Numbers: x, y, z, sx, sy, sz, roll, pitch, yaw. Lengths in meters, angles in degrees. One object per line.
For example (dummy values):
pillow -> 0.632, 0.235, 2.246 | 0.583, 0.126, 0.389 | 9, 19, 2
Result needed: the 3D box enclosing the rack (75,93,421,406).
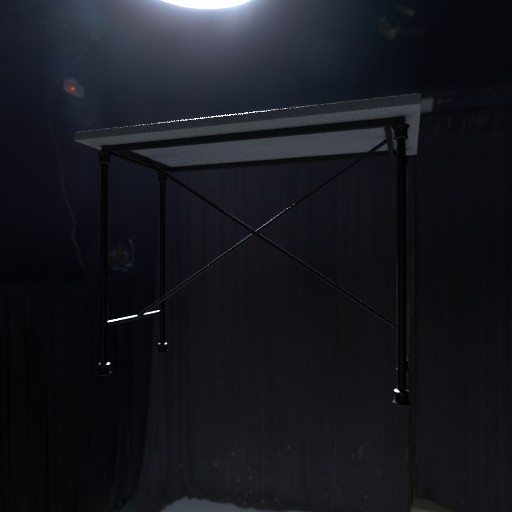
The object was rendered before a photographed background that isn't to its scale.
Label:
rack -> 0.000, 0.000, 1.679 | 1.159, 0.880, 0.613 | 0, 0, 19
